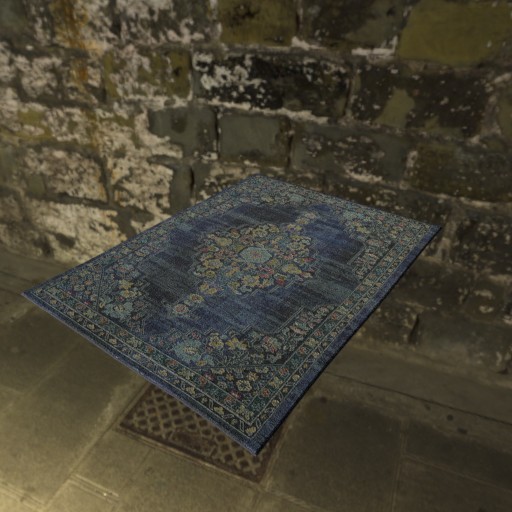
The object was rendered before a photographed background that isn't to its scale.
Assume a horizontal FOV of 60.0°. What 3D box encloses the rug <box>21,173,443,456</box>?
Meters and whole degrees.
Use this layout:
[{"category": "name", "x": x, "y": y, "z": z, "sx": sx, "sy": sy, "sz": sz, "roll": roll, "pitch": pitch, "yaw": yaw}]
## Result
[{"category": "rug", "x": 0.000, "y": 0.000, "z": 4.604, "sx": 2.716, "sy": 0.035, "sz": 3.612, "roll": 22, "pitch": 39, "yaw": 30}]
